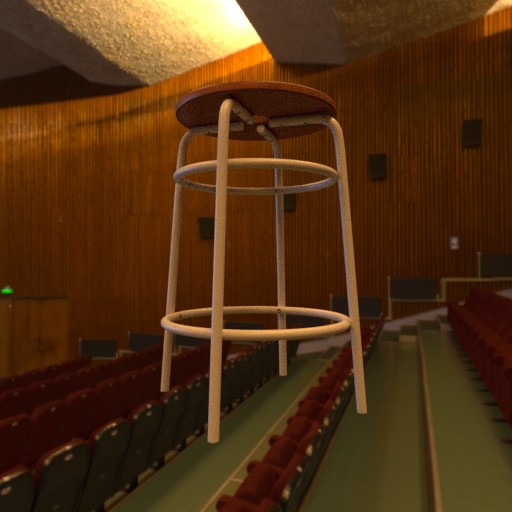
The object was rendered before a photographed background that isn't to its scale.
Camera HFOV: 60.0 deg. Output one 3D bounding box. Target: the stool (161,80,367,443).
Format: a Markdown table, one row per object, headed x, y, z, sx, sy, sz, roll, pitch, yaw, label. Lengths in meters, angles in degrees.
| x | y | z | sx | sy | sz | roll | pitch | yaw | label |
| --- | --- | --- | --- | --- | --- | --- | --- | --- | --- |
| 0.000 | 0.000 | 0.936 | 0.455 | 0.610 | 0.455 | 0 | 0 | 19 | stool |
